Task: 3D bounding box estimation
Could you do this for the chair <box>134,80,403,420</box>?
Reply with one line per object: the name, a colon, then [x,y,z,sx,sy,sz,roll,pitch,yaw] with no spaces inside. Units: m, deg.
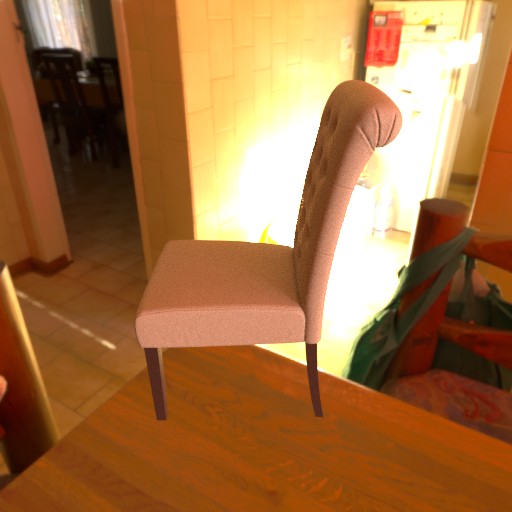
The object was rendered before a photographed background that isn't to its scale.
chair: [0.000,0.000,1.379,0.671,1.006,0.456,0,28,1]
